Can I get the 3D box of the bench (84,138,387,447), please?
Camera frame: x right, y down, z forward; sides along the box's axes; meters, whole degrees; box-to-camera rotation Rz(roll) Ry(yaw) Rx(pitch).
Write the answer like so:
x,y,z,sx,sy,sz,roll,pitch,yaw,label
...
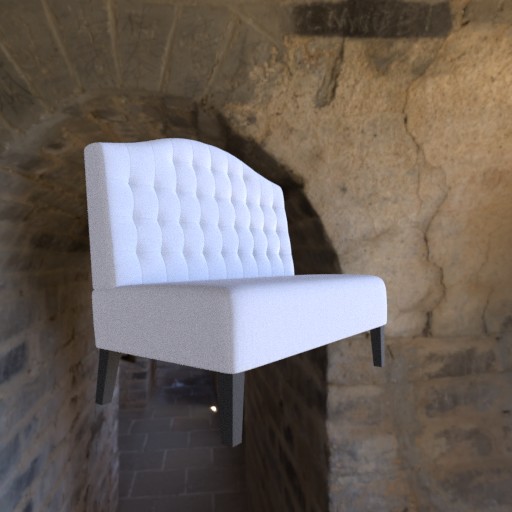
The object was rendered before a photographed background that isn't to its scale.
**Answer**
x,y,z,sx,sy,sz,roll,pitch,yaw,label
0.000,0.000,2.105,0.815,1.180,1.335,0,-1,36,bench
